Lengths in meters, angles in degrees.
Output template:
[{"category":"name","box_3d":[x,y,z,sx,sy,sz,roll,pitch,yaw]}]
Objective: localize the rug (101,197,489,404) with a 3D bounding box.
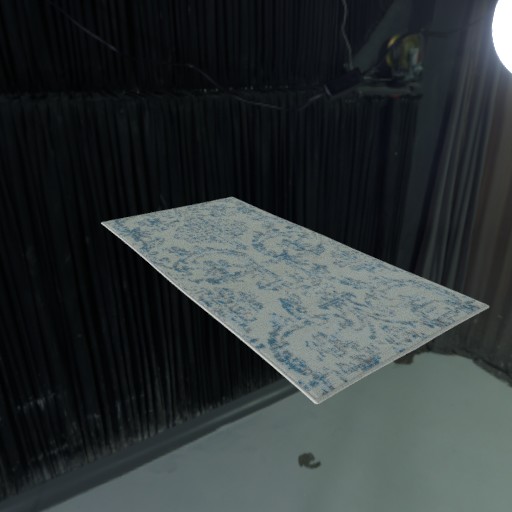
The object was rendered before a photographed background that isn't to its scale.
[{"category":"rug","box_3d":[0.000,0.000,1.428,0.605,0.007,1.220,-16,29,-32]}]
